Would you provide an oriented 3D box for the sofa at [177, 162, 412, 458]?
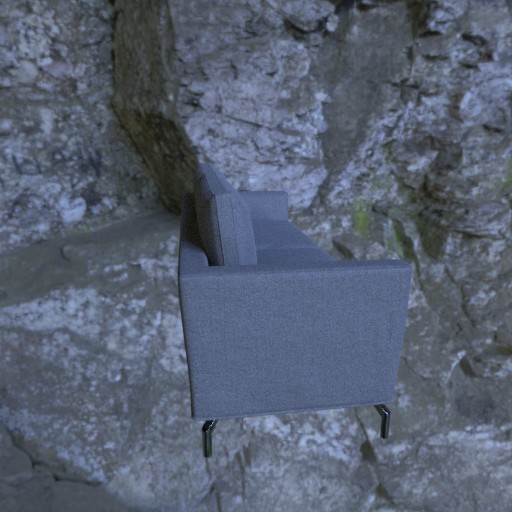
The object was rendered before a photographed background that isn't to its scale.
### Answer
[{"bbox_3d":[0.000,0.000,2.652,0.869,1.002,2.212,-2,16,-8],"label":"sofa"}]
